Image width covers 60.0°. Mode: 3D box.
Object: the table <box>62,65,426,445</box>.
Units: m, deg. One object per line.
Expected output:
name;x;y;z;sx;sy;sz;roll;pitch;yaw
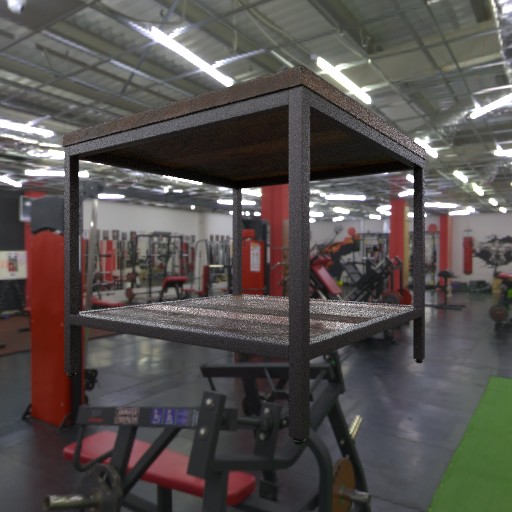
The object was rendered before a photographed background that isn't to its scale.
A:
table;0.000;0.000;0.939;0.548;0.482;0.553;0;0;36
